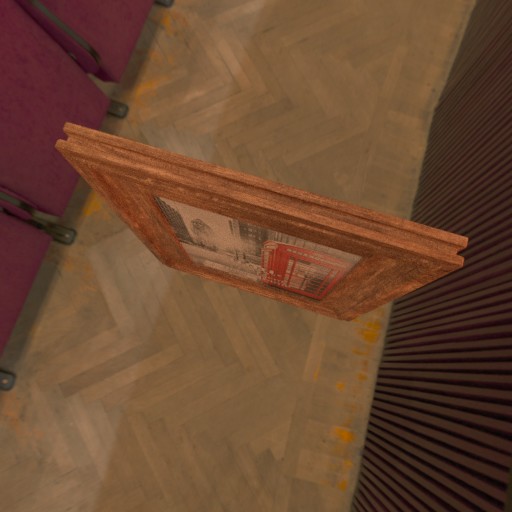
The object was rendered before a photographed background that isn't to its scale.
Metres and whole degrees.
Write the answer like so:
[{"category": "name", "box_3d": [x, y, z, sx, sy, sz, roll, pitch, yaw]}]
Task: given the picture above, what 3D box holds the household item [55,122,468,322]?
[{"category": "household item", "box_3d": [0.000, 0.000, 0.309, 0.186, 0.237, 0.018, 17, 77, 4]}]
